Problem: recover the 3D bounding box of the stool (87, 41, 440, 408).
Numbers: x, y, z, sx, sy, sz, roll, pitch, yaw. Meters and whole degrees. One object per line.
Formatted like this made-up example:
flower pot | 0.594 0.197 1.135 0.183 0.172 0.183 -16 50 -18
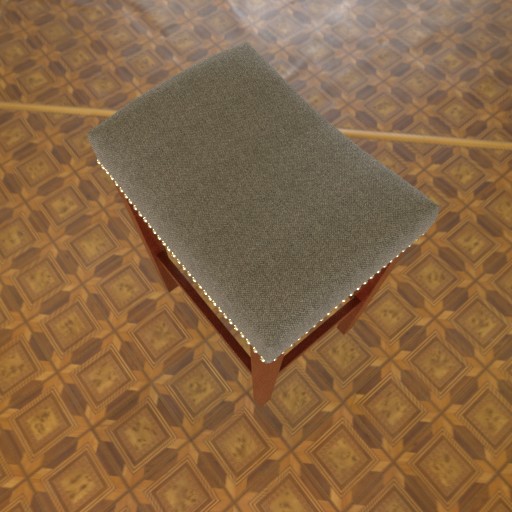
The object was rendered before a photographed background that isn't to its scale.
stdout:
stool | 0.000 0.000 1.042 0.372 0.742 0.504 -37 70 -16
